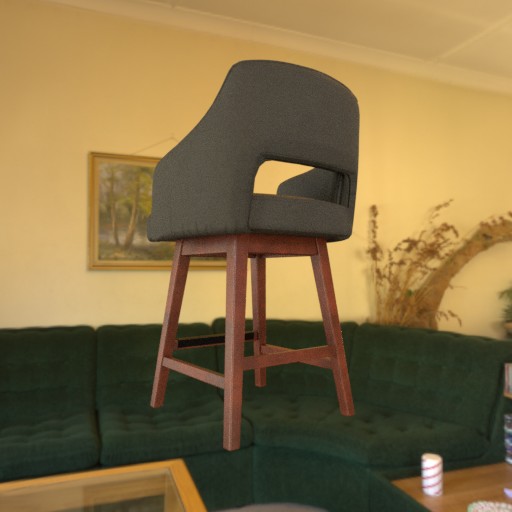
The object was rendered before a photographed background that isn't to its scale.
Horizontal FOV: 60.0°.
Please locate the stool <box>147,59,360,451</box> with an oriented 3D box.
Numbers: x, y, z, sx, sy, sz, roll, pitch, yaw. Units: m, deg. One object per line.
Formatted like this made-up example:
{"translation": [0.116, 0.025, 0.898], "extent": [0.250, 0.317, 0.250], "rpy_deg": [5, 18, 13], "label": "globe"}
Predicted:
{"translation": [0.000, 0.000, 1.302], "extent": [0.548, 0.912, 0.558], "rpy_deg": [2, -3, -37], "label": "stool"}
